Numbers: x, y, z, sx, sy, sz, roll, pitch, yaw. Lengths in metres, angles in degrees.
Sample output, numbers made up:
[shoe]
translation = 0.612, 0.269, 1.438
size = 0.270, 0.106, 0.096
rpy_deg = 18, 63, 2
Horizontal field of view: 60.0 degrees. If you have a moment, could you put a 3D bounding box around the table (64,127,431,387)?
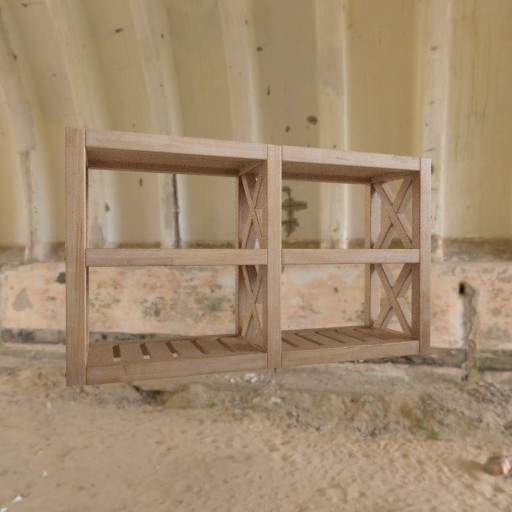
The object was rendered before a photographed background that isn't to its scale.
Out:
[table]
translation = 0.000, 0.000, 1.687
size = 1.320, 0.762, 0.381
rpy_deg = 0, 1, -19
